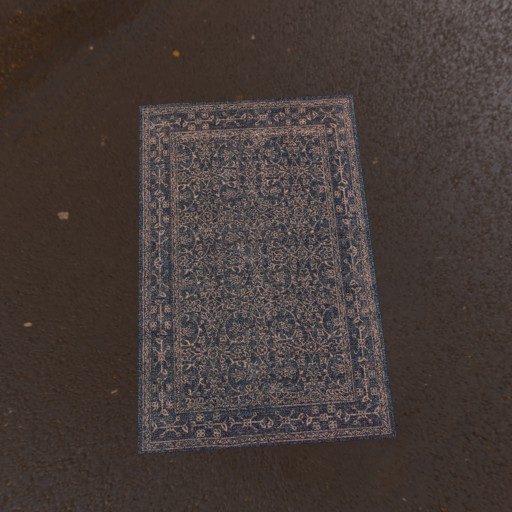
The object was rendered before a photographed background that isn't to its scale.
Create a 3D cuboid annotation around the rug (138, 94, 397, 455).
[{"bbox_3d":[0.000,0.000,2.269,1.200,0.005,1.819,-3,76,-1],"label":"rug"}]
